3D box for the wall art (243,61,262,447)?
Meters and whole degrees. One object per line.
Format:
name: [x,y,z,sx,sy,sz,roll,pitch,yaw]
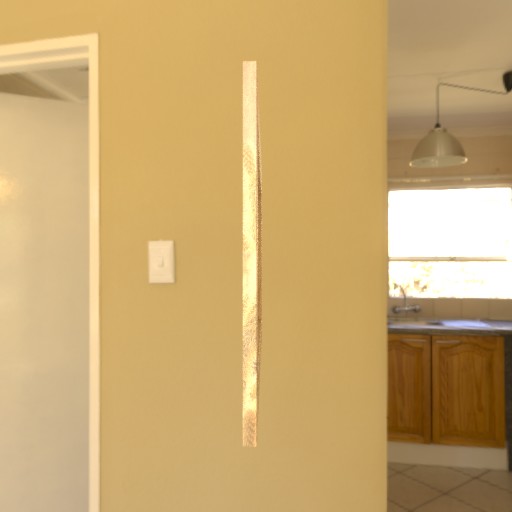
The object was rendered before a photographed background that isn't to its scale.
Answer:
wall art: [0.000,0.000,1.922,0.038,1.012,1.525,0,-1,1]
